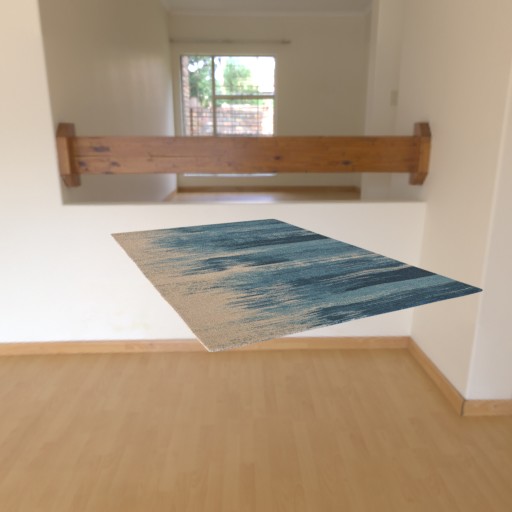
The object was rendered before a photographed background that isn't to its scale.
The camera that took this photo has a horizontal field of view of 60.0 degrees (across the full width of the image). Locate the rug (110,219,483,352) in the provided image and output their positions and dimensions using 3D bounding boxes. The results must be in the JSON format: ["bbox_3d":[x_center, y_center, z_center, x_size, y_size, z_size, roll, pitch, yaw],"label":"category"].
[{"bbox_3d":[0.000,0.000,2.376,1.232,0.009,1.836,-7,17,-26],"label":"rug"}]
